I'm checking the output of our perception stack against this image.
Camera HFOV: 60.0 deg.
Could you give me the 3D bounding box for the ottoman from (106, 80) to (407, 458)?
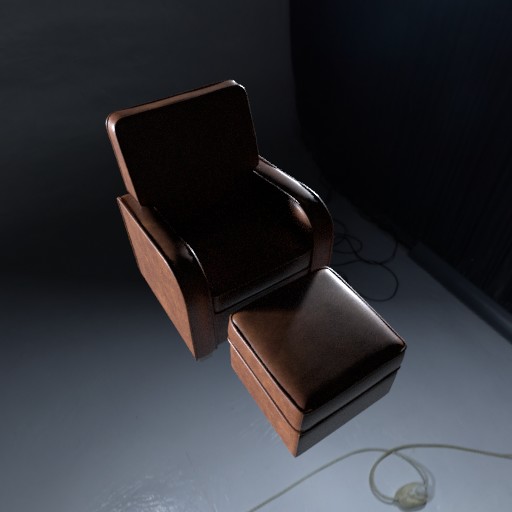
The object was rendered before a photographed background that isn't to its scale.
[{"bbox_3d":[0.000,0.000,1.849,0.732,0.904,1.314,-25,51,-22],"label":"ottoman"}]
